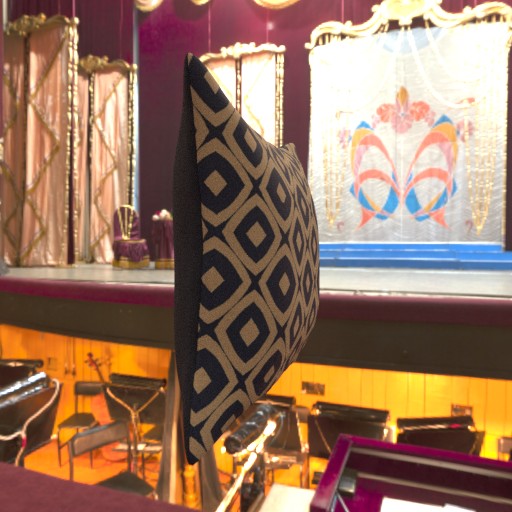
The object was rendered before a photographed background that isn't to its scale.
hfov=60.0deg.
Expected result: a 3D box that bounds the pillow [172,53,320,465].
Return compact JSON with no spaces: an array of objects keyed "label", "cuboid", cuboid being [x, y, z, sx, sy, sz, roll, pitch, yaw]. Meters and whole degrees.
[{"label":"pillow","cuboid":[0.000,0.000,0.764,0.188,0.494,0.504,0,1,19]}]
